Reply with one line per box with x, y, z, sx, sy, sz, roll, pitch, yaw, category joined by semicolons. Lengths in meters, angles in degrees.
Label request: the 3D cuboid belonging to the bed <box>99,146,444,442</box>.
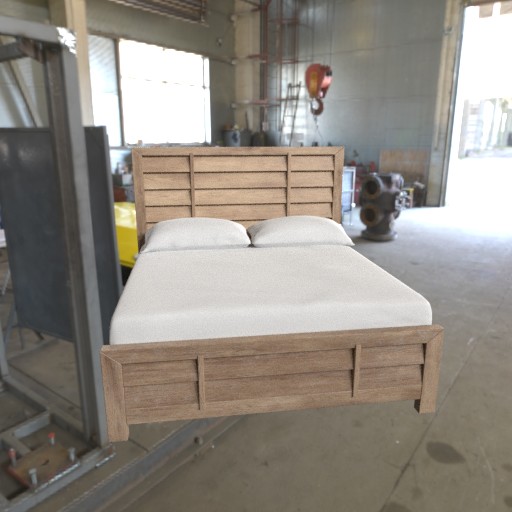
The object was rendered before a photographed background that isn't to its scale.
0.000;0.000;3.485;2.032;1.626;2.062;-2;15;-8;bed
